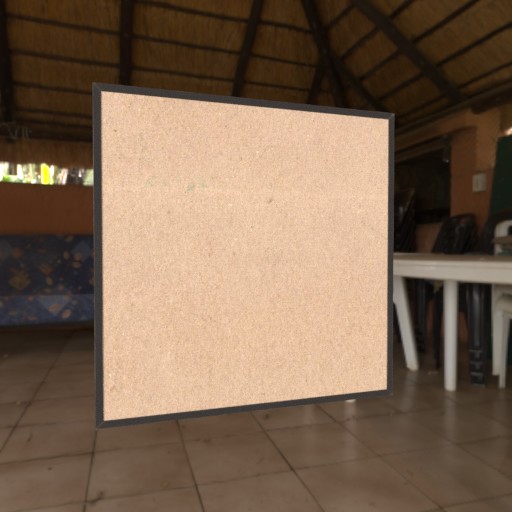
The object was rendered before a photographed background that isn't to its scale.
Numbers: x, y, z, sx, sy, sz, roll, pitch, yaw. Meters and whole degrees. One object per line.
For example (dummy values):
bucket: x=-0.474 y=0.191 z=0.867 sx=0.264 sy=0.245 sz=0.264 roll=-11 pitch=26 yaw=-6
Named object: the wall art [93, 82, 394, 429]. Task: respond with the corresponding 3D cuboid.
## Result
wall art: x=0.000 y=0.000 z=0.742 sx=0.508 sy=0.508 sz=0.038 roll=0 pitch=1 yaw=-17
